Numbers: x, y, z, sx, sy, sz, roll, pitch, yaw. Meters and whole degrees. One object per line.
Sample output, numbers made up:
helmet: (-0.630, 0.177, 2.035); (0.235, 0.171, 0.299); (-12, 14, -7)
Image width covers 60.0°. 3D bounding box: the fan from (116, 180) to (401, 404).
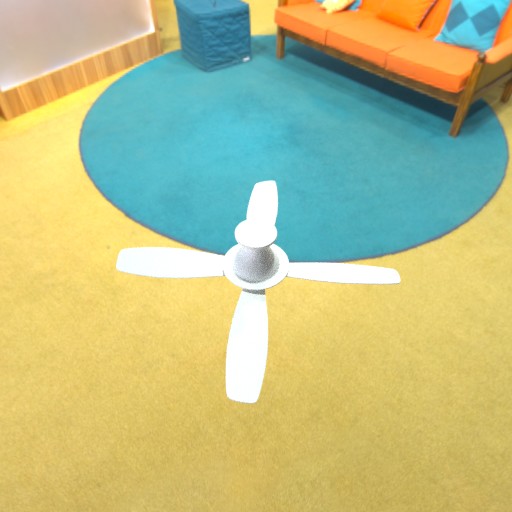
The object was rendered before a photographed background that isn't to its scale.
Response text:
fan: (0.000, 0.000, 2.582); (1.694, 0.382, 1.693); (3, 47, 3)
